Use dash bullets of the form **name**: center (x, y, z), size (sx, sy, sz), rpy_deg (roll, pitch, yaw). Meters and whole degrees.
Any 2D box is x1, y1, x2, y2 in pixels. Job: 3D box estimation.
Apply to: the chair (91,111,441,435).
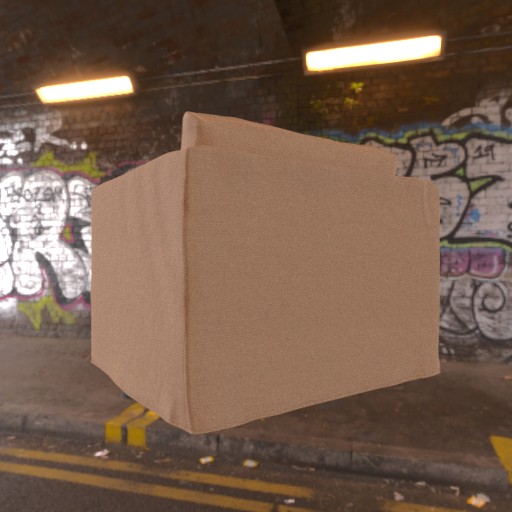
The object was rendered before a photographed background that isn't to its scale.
- **chair**: center (0.000, 0.000, 1.723), size (1.057, 0.867, 0.949), rpy_deg (0, 0, -34)
